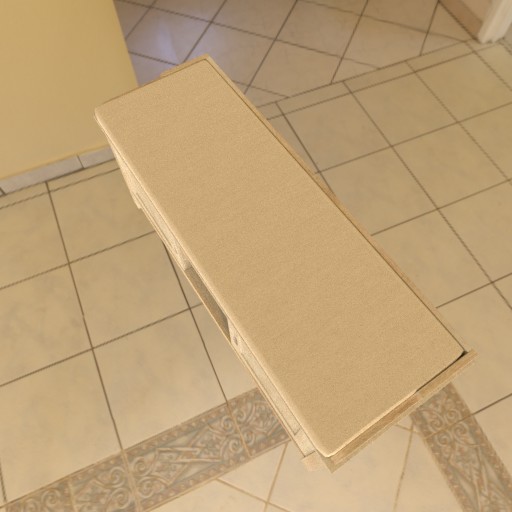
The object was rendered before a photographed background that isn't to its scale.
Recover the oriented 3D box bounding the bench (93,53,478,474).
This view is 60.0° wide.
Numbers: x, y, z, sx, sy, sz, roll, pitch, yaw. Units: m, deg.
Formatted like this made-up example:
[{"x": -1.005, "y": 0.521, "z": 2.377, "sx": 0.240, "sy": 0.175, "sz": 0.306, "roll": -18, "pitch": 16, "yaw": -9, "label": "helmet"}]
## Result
[{"x": 0.000, "y": 0.000, "z": 1.318, "sx": 0.398, "sy": 0.501, "sz": 1.140, "roll": -31, "pitch": 67, "yaw": -15, "label": "bench"}]
